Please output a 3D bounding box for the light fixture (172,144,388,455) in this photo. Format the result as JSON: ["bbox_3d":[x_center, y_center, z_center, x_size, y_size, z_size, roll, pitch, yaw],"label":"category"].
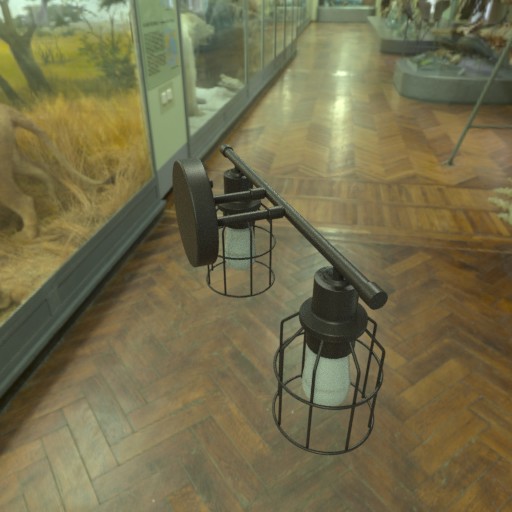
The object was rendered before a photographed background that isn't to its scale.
[{"bbox_3d":[0.000,0.000,0.537,0.165,0.254,0.406,-11,33,-17],"label":"light fixture"}]
